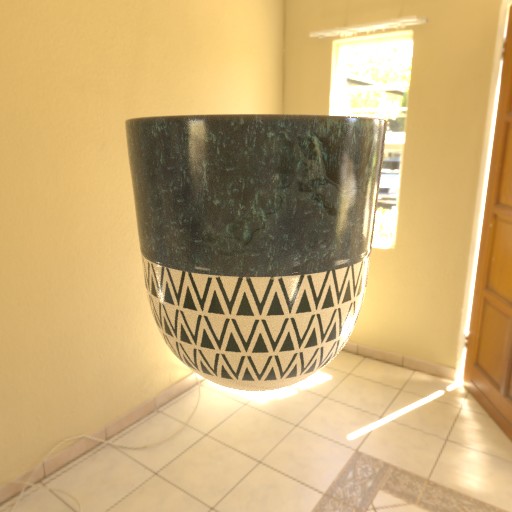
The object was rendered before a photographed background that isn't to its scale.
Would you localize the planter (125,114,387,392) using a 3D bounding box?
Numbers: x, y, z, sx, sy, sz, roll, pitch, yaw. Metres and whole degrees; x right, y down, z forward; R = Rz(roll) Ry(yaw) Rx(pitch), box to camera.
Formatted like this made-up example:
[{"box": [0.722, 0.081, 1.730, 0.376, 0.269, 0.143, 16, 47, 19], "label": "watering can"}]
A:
[{"box": [0.000, 0.000, 0.369, 0.195, 0.214, 0.195, 0, 14, 0], "label": "planter"}]
